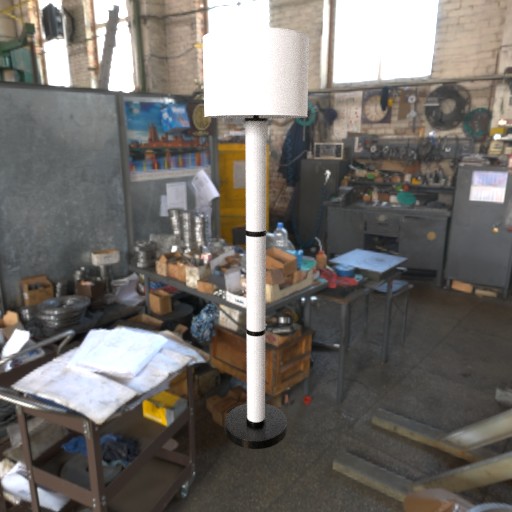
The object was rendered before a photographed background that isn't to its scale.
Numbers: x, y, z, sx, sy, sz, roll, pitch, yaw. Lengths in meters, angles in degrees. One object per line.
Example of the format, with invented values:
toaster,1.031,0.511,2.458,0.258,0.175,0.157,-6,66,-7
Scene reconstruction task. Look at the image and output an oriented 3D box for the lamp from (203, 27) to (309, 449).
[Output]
lamp,0.000,0.000,1.777,0.377,1.599,0.377,2,15,6
